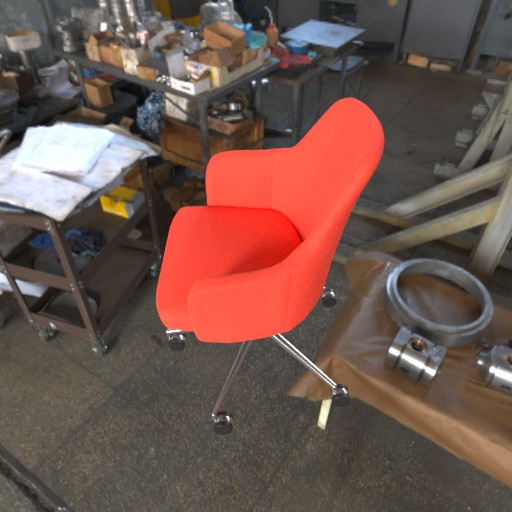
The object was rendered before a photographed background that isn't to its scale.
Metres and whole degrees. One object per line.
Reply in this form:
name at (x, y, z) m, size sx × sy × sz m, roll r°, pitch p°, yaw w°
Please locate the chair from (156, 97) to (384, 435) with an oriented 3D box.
chair at (0.000, 0.000, 1.264) m, size 0.600 × 0.820 × 0.655 m, roll 0°, pitch 42°, yaw 0°
